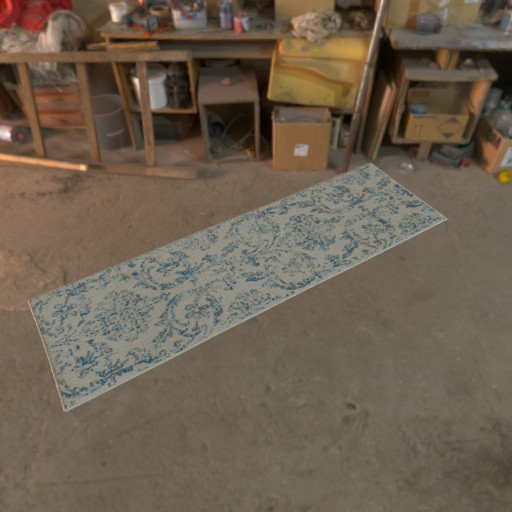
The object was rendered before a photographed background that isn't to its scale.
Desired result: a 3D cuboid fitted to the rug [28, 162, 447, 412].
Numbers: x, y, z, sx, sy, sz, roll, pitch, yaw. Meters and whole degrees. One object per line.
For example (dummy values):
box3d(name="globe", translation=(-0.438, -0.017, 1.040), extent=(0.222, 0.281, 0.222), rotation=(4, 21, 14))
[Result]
box3d(name="rug", translation=(0.000, 0.000, 2.353), extent=(2.196, 0.011, 0.662), rotation=(-24, 51, -21))
